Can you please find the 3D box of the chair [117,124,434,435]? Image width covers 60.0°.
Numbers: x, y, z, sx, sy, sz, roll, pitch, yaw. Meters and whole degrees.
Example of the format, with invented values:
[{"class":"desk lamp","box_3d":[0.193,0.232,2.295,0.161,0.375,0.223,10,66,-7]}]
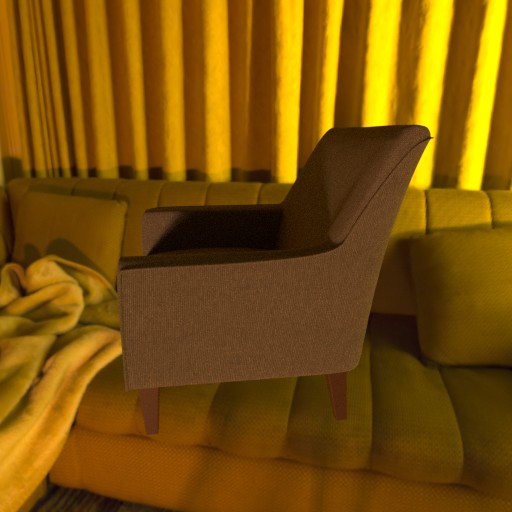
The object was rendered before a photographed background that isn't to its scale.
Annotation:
[{"class":"chair","box_3d":[0.000,0.000,1.631,0.899,0.919,0.780,-2,16,-8]}]
